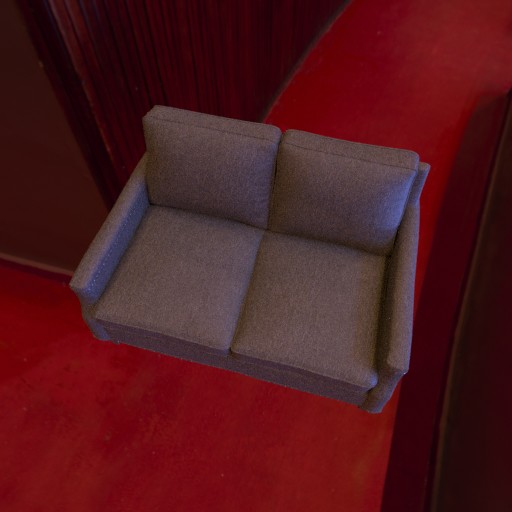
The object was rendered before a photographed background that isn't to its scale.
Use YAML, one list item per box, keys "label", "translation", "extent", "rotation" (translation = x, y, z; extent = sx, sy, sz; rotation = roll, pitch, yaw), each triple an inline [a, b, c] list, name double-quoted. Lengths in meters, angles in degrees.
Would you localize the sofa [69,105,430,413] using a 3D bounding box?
- label: "sofa"
  translation: [0.000, 0.000, 2.318]
  extent: [1.597, 1.003, 1.084]
  rotation: [13, 59, 8]
